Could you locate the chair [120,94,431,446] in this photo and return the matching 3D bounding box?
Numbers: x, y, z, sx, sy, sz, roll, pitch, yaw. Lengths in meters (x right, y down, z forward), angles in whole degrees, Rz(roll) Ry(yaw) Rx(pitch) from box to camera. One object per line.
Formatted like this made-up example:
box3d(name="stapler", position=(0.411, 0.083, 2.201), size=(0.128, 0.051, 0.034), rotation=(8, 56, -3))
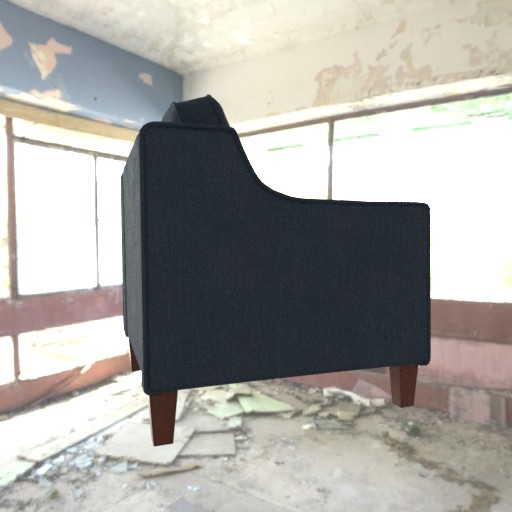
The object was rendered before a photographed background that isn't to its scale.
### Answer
box3d(name="chair", position=(0.000, 0.000, 1.633), size=(0.909, 0.960, 0.831), rotation=(-1, 2, -20))
